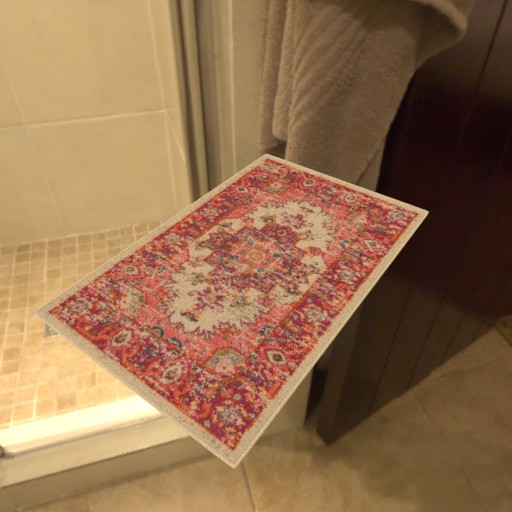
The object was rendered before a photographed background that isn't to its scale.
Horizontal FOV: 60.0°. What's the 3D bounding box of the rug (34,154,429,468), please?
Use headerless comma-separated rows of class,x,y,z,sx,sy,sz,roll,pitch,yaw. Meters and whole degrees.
rug,0.000,0.000,1.090,0.556,0.004,0.868,26,48,26
